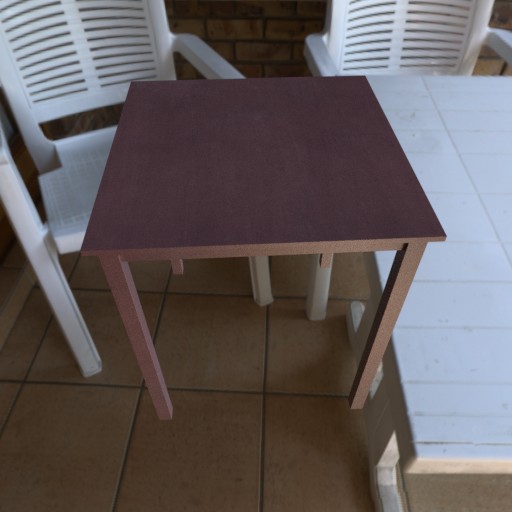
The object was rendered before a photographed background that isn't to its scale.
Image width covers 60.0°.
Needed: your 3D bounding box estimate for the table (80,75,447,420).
[{"bbox_3d":[0.000,0.000,1.692,0.861,0.991,0.861,-2,47,-2],"label":"table"}]
